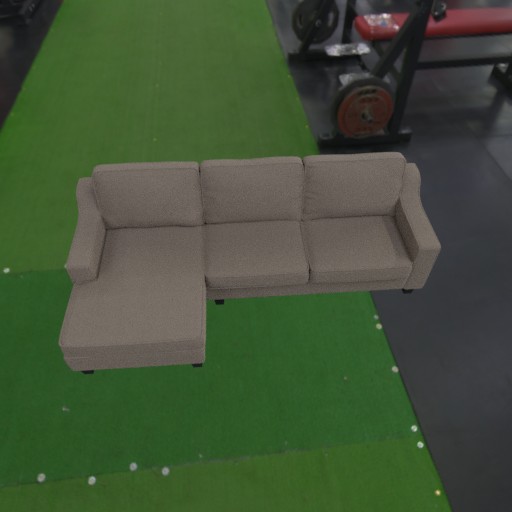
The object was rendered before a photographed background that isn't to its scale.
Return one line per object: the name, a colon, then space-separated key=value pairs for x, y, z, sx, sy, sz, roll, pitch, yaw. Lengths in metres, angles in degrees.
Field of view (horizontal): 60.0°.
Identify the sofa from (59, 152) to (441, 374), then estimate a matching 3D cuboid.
sofa: x=0.000 y=0.000 z=3.166 sx=2.561 sy=0.928 sz=1.294 roll=-3 pitch=48 yaw=-3
